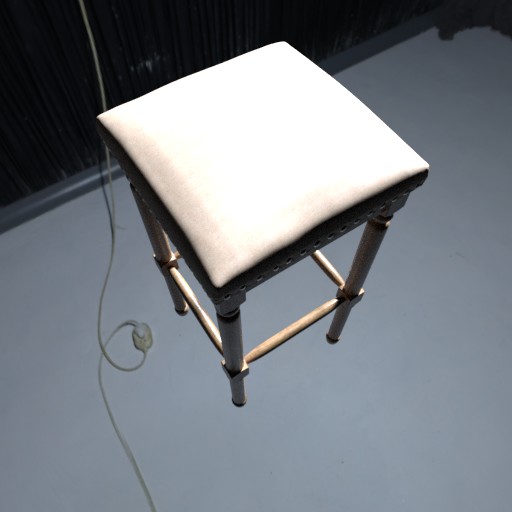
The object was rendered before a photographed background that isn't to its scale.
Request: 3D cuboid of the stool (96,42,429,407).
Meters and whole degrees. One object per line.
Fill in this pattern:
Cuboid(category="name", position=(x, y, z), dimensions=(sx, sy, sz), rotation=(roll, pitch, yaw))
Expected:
Cuboid(category="stool", position=(0.000, 0.000, 0.969), dimensions=(0.382, 0.768, 0.383), rotation=(-29, 63, -17))
